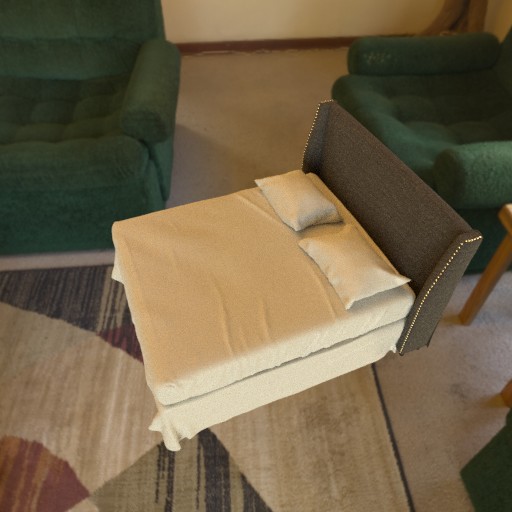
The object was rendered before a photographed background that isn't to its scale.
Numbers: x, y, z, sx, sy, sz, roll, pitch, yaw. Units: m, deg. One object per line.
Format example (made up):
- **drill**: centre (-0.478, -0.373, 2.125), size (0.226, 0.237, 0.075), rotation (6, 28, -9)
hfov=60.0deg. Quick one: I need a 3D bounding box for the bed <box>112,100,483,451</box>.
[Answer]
- **bed**: centre (0.000, 0.000, 3.492), size (2.276, 1.332, 1.925), rotation (-17, 49, -15)
